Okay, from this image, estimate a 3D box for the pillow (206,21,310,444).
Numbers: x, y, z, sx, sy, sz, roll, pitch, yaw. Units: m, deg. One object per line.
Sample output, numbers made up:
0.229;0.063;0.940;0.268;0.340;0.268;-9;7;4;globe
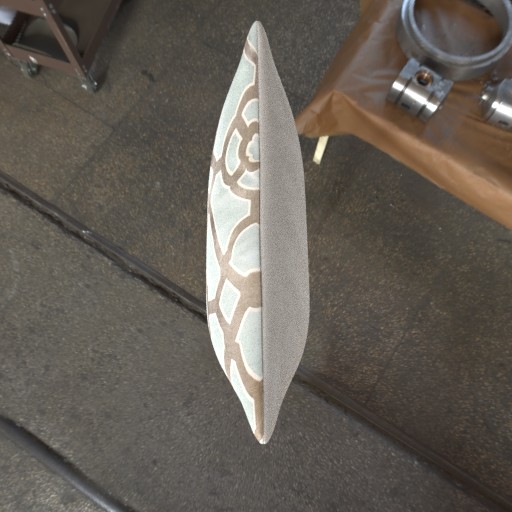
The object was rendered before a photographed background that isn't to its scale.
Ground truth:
0.000;0.000;0.790;0.166;0.508;0.552;-1;75;0;pillow
